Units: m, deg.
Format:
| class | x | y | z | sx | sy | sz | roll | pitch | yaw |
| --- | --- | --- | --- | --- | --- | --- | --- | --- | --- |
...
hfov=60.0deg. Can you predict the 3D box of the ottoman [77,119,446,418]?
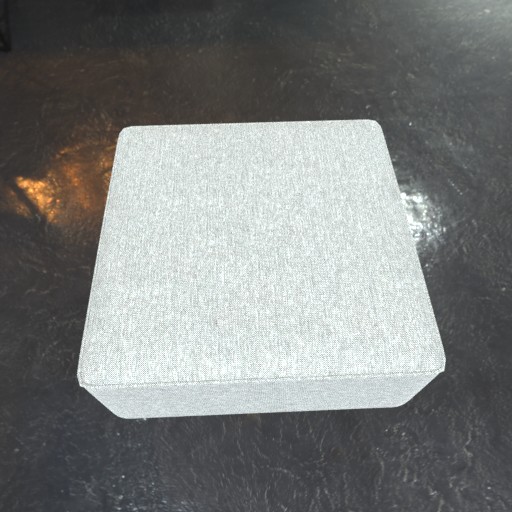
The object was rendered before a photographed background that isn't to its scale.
| class | x | y | z | sx | sy | sz | roll | pitch | yaw |
| --- | --- | --- | --- | --- | --- | --- | --- | --- | --- |
| ottoman | 0.000 | 0.000 | 1.586 | 1.005 | 0.455 | 1.005 | -2 | 58 | -1 |
